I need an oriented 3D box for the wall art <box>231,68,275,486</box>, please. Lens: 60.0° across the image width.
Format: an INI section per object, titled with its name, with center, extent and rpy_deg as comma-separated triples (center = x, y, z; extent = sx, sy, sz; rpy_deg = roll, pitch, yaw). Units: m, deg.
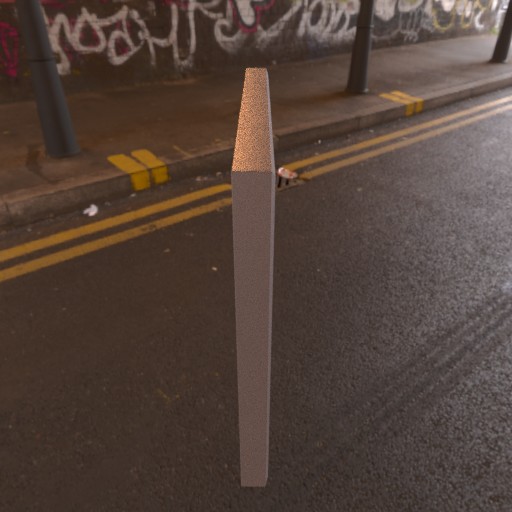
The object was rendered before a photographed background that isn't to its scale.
[wall art]
center = 0.000, 0.000, 0.515
extent = 0.028, 0.349, 0.349
rpy_deg = 0, 33, 0
